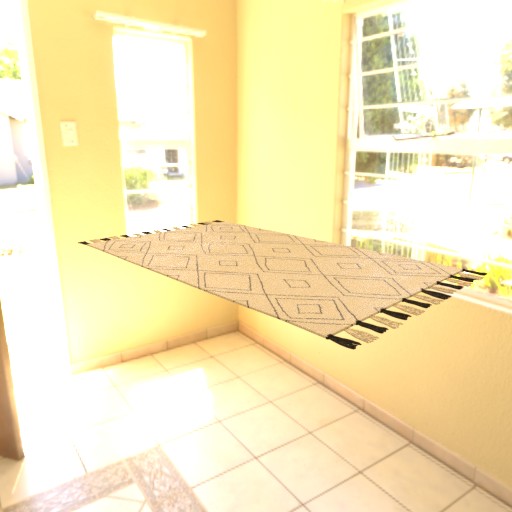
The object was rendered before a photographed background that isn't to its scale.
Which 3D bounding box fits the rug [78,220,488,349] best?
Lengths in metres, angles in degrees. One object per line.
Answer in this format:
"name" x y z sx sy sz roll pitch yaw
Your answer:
"rug" 0.000 0.000 3.276 1.524 0.021 2.755 -14 20 -42
